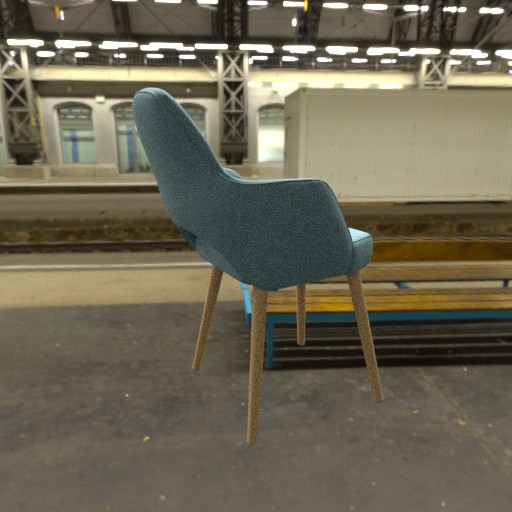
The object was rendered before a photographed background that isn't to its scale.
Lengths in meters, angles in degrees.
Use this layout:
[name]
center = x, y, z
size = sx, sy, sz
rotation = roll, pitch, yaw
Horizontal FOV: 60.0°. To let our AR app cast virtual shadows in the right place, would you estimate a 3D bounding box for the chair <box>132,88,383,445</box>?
[chair]
center = 0.000, 0.000, 1.339
size = 0.666, 0.920, 0.589
rotation = -7, 16, -26
